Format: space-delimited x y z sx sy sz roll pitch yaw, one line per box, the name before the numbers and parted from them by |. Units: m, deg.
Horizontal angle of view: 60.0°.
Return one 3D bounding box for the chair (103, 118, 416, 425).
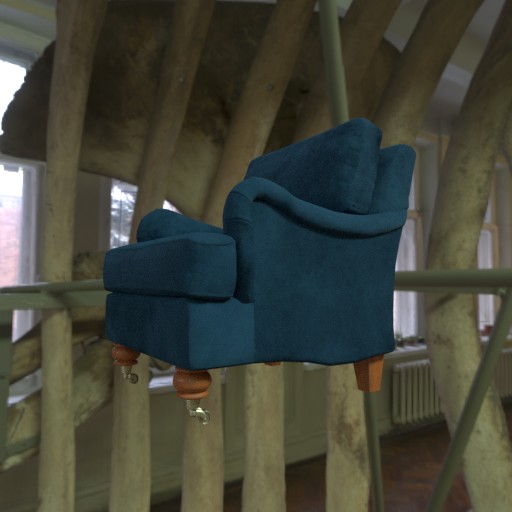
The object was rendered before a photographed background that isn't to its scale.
chair | 0.000 0.000 1.869 1.078 1.076 0.895 2 -4 -34
